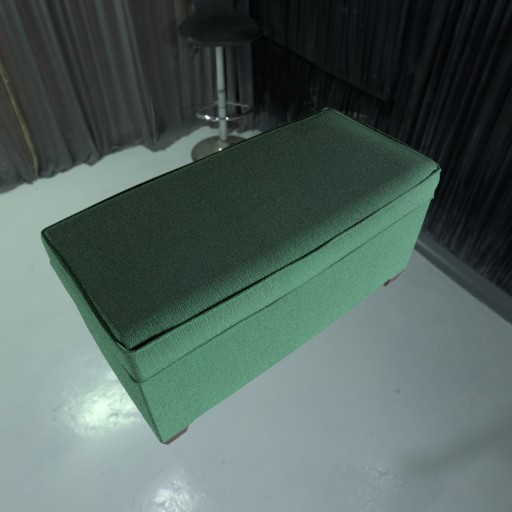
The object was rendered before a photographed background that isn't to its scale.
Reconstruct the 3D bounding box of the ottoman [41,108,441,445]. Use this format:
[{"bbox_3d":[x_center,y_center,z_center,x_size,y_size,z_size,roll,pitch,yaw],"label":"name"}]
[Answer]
[{"bbox_3d":[0.000,0.000,1.244,0.957,0.471,0.483,-30,53,-25],"label":"ottoman"}]
